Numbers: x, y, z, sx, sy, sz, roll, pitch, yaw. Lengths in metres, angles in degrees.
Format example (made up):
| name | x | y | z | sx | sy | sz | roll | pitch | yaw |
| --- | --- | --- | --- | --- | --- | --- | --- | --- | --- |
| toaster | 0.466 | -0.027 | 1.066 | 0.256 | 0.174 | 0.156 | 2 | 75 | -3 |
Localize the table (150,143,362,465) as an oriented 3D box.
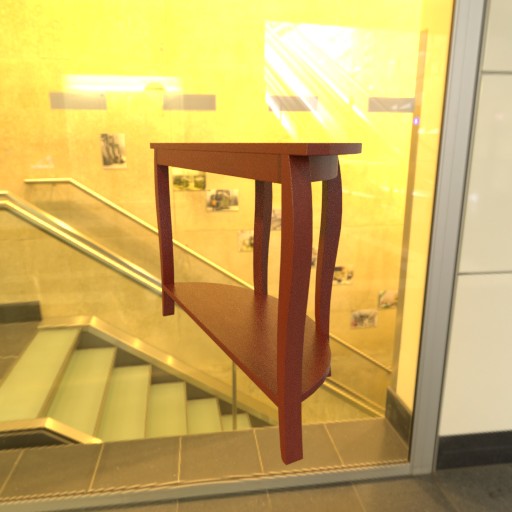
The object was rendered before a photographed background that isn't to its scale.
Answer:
| name | x | y | z | sx | sy | sz | roll | pitch | yaw |
| --- | --- | --- | --- | --- | --- | --- | --- | --- | --- |
| table | 0.000 | 0.000 | 1.574 | 0.405 | 0.779 | 1.219 | -7 | 16 | -26 |
